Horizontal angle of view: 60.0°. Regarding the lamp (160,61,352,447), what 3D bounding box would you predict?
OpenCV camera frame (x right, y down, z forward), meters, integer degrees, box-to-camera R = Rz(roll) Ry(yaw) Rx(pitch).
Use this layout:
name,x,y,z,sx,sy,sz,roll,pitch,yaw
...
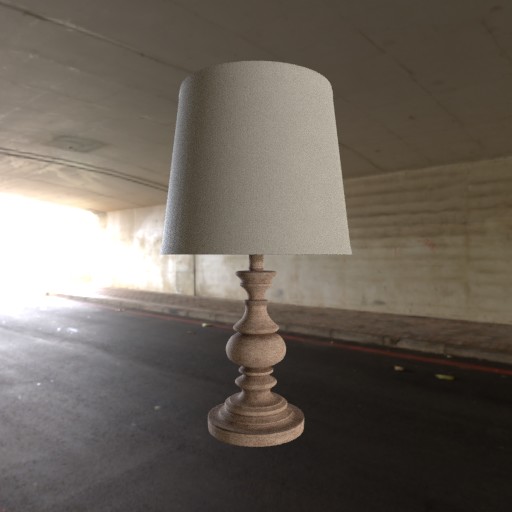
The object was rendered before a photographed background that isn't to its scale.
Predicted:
name,x,y,z,sx,sy,sz,roll,pitch,yaw
lamp,0.000,0.000,0.645,0.273,0.497,0.273,0,0,0
